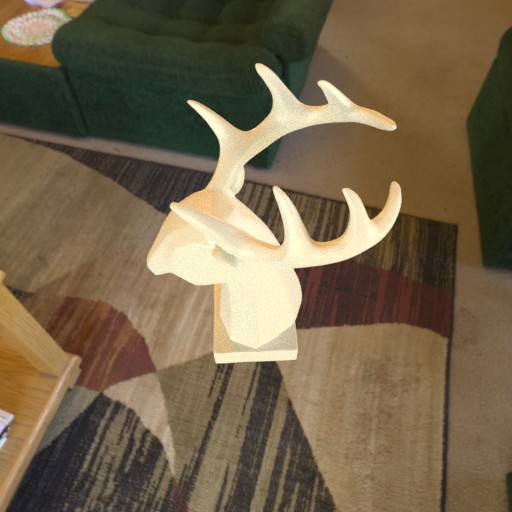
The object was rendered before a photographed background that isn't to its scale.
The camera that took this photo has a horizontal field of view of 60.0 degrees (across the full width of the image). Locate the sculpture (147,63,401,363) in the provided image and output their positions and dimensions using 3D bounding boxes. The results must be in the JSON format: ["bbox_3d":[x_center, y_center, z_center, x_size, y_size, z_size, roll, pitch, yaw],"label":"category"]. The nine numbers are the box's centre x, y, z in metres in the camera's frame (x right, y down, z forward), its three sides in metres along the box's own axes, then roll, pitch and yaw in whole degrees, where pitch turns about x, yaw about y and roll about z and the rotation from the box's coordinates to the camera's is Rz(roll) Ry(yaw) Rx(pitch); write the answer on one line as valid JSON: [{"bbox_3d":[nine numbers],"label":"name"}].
[{"bbox_3d":[0.000,0.000,0.456,0.224,0.329,0.174,-2,55,-2],"label":"sculpture"}]
